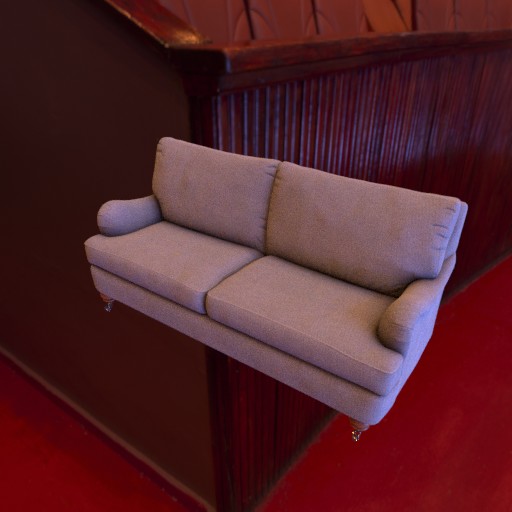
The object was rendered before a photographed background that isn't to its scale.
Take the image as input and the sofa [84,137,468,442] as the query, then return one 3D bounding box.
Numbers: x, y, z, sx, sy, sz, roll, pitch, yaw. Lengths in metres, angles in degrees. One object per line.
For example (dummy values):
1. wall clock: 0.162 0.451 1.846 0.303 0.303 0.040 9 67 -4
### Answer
1. sofa: 0.000 0.000 2.810 2.193 1.096 1.069 19 35 30
